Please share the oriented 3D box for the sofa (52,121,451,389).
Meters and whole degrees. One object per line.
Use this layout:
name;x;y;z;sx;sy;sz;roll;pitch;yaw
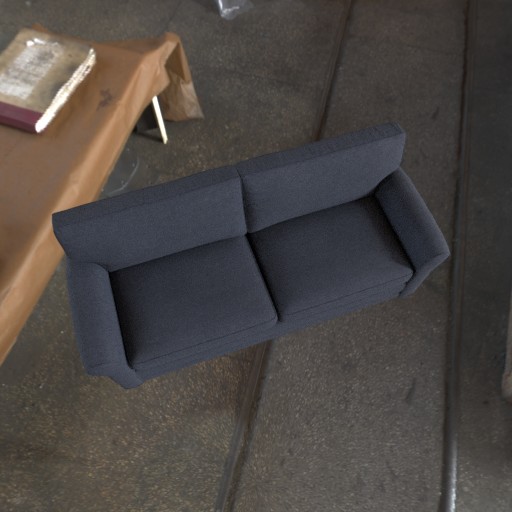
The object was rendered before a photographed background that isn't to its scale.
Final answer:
sofa;0.000;0.000;2.956;2.391;1.026;0.954;-17;64;-8
